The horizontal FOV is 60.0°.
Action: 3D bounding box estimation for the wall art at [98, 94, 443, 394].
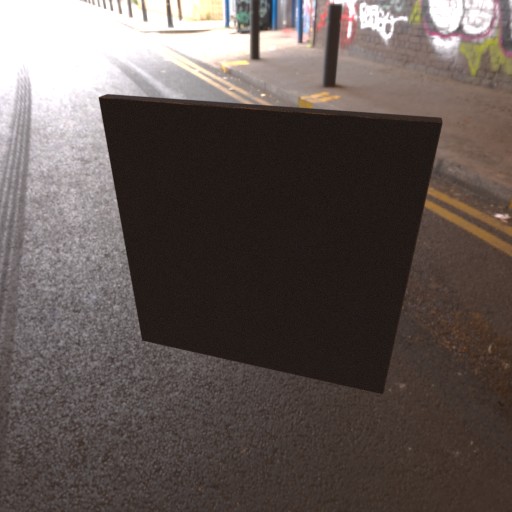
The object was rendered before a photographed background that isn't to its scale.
[{"bbox_3d":[0.000,0.000,1.162,0.762,0.762,0.038,9,33,14],"label":"wall art"}]
